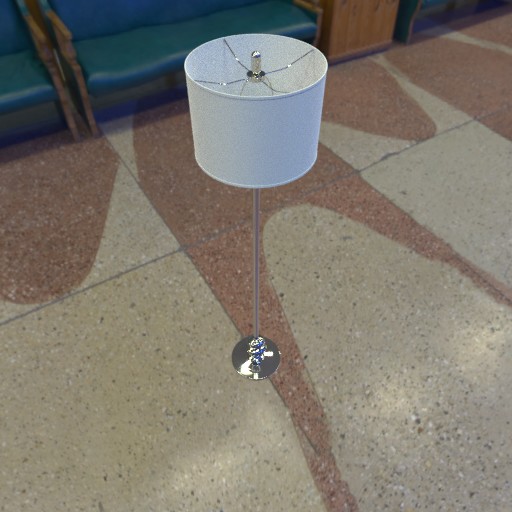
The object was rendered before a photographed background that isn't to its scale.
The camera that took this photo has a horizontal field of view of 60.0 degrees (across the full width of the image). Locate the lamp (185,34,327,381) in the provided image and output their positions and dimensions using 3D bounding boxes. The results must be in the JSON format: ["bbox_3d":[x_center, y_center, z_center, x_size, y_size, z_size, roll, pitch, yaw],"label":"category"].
[{"bbox_3d":[0.000,0.000,1.638,0.356,1.487,0.356,-23,51,-20],"label":"lamp"}]
